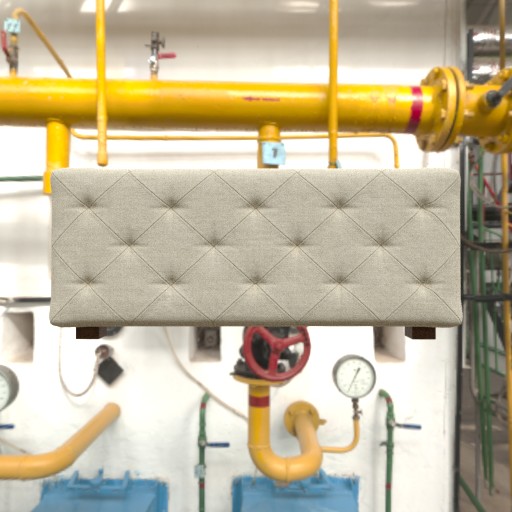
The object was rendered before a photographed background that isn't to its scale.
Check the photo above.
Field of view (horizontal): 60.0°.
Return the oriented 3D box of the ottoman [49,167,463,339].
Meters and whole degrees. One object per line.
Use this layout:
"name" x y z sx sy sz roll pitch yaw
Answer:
"ottoman" 0.000 0.000 1.592 1.028 0.439 1.028 0 -1 0
